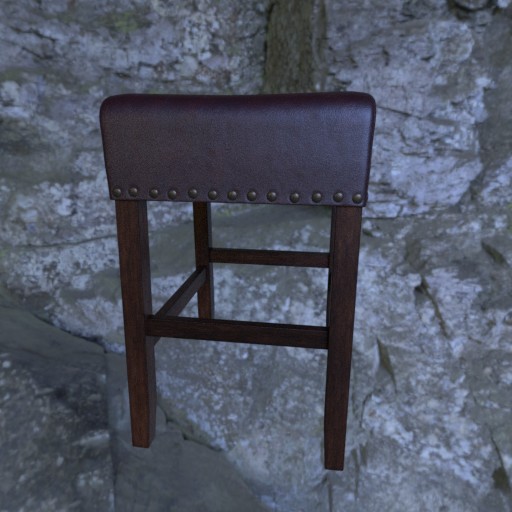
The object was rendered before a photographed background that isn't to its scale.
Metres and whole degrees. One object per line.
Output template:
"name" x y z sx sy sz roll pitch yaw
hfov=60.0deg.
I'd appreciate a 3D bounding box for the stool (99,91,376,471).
"stool" 0.000 0.000 0.908 0.397 0.608 0.465 3 17 9
